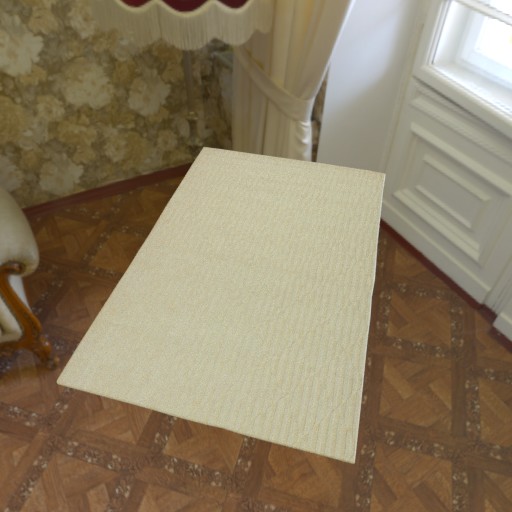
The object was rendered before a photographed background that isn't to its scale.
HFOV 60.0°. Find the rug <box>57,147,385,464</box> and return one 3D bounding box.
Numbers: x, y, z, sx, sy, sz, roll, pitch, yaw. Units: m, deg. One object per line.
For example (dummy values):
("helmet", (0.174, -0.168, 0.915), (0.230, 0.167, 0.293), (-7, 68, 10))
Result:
("rug", (0.000, 0.000, 2.341), (1.238, 0.014, 1.848), (11, 47, 10))
